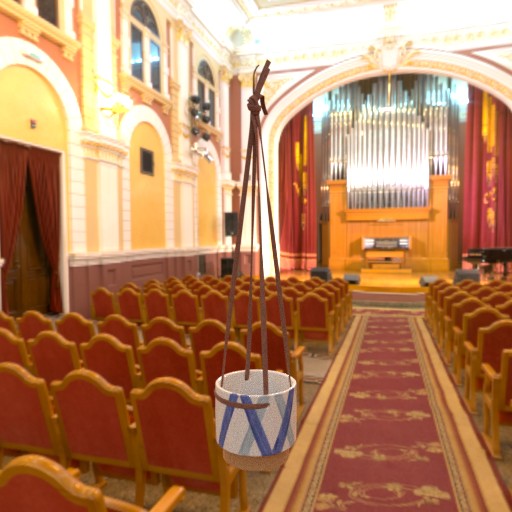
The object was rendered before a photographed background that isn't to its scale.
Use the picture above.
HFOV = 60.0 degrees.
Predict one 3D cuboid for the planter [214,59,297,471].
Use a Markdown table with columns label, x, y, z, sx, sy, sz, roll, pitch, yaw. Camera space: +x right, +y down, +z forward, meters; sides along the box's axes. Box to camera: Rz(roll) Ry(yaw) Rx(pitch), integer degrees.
| label | x | y | z | sx | sy | sz | roll | pitch | yaw |
| --- | --- | --- | --- | --- | --- | --- | --- | --- | --- |
| planter | 0.000 | 0.000 | 0.825 | 0.153 | 0.753 | 0.157 | 1 | 3 | 17 |
